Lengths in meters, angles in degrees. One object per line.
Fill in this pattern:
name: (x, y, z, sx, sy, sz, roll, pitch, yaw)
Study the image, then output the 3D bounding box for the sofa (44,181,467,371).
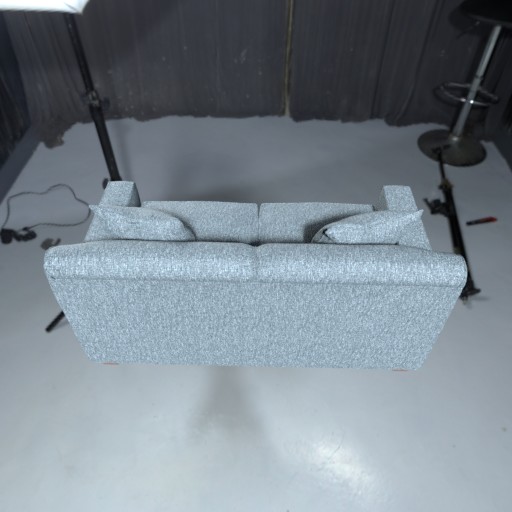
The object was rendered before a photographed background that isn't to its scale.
sofa: (0.000, 0.000, 2.506, 1.846, 0.958, 0.998, 1, 47, 1)
